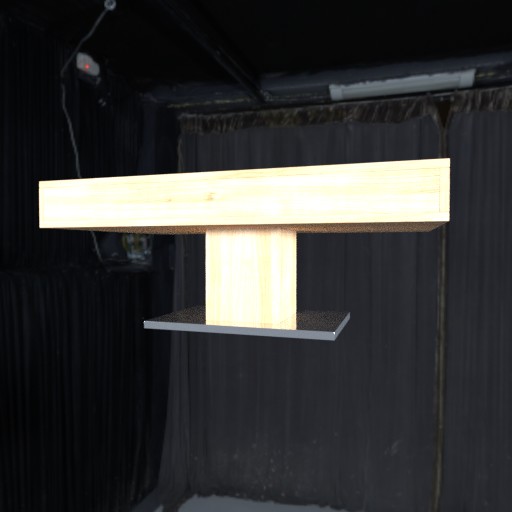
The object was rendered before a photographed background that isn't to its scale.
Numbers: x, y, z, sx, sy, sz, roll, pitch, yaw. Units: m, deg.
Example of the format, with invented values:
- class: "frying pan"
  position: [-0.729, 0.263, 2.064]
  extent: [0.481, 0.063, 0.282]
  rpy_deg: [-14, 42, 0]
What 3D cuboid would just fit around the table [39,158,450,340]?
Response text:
- class: "table"
  position: [0.000, 0.000, 1.457]
  extent: [1.100, 0.440, 0.700]
  rpy_deg: [0, 1, 18]
